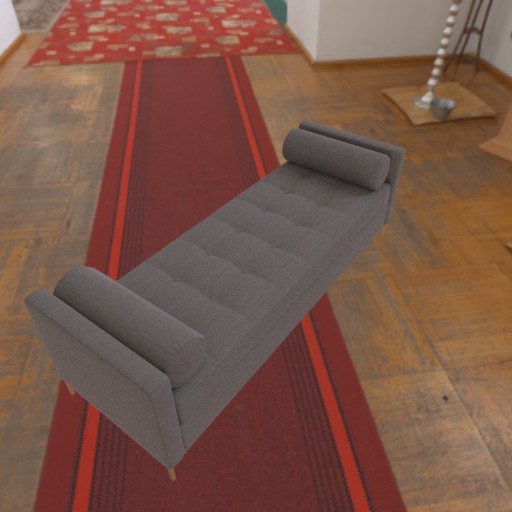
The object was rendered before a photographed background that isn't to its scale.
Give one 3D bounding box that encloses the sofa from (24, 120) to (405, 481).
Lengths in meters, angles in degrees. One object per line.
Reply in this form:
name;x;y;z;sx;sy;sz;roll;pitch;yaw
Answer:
sofa;0.000;0.000;2.270;0.686;0.635;1.981;26;47;27
